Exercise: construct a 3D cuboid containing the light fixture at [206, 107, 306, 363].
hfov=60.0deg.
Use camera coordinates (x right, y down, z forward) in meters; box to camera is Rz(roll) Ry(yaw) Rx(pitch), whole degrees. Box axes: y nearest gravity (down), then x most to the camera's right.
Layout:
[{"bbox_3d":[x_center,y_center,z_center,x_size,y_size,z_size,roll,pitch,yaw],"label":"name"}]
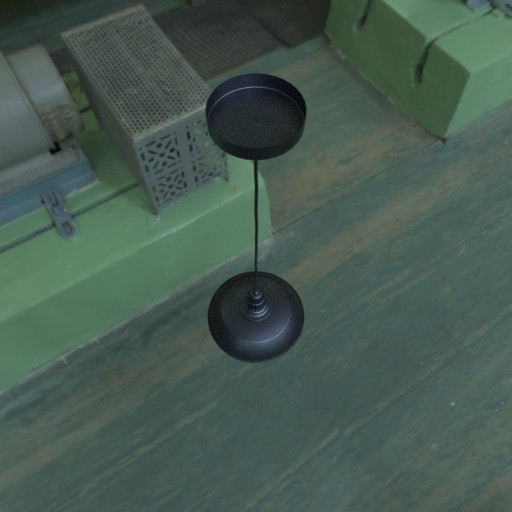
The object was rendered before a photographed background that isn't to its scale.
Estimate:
[{"bbox_3d":[0.000,0.000,1.125,0.331,0.993,0.331,-31,67,-15],"label":"light fixture"}]
